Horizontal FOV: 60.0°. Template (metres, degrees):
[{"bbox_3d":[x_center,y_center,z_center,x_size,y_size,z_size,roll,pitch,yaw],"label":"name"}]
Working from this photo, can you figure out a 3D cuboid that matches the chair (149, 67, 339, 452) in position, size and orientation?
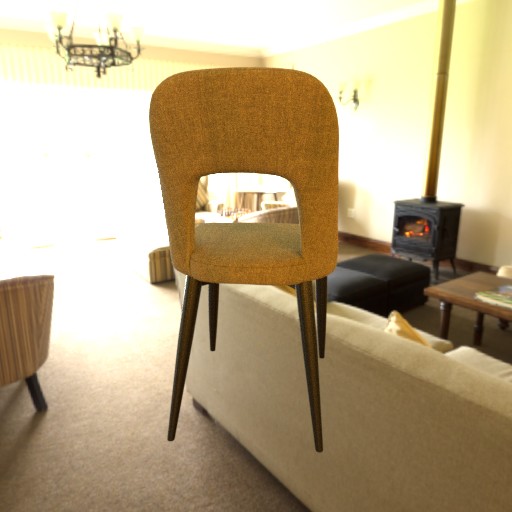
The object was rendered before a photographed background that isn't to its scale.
[{"bbox_3d":[0.000,0.000,1.280,0.470,0.931,0.612,2,14,8],"label":"chair"}]
